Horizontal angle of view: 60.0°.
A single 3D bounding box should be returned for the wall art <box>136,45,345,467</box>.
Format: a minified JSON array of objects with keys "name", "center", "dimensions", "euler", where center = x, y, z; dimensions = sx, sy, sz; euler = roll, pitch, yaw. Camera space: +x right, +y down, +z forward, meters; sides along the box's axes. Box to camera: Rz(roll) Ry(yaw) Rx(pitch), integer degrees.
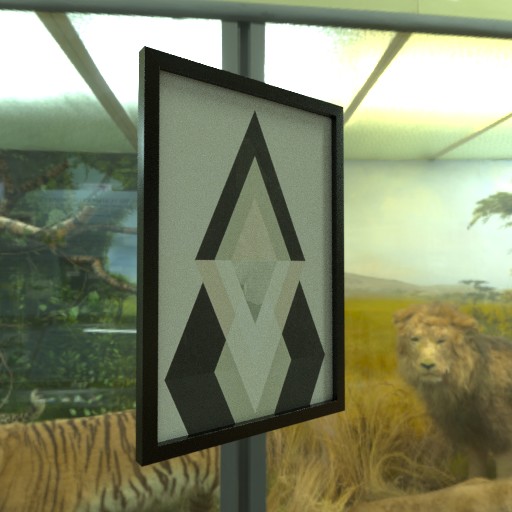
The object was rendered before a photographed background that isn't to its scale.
[{"name":"wall art","center":[0.000,0.000,0.578],"dimensions":[0.314,0.455,0.019],"euler":[1,-2,-36]}]
